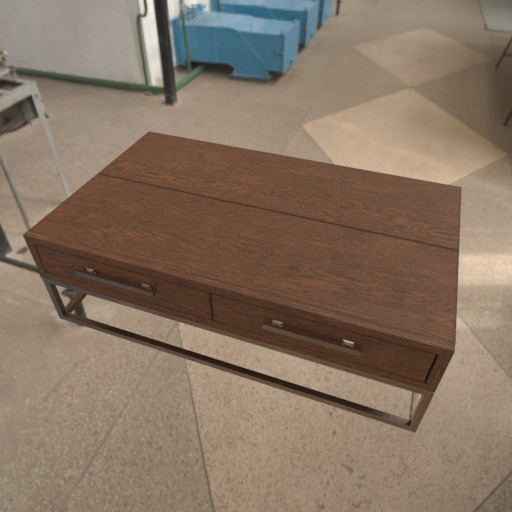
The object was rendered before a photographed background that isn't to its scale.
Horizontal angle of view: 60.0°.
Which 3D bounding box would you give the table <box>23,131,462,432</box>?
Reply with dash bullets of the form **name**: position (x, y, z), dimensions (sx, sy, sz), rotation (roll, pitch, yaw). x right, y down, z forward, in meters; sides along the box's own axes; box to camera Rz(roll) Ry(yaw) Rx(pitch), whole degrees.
- **table**: position (0.000, 0.000, 1.466), dimensions (1.167, 0.361, 0.719), rotation (14, 43, 15)
